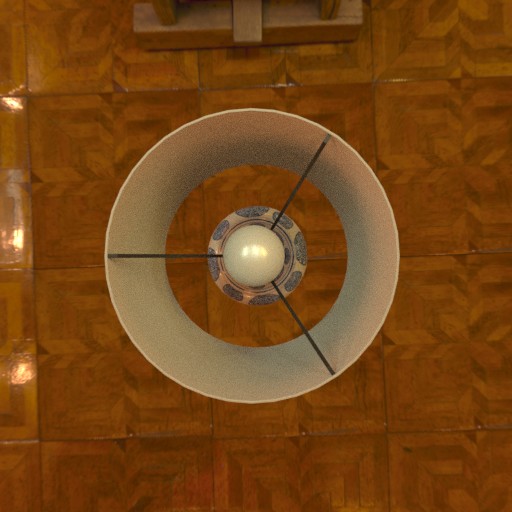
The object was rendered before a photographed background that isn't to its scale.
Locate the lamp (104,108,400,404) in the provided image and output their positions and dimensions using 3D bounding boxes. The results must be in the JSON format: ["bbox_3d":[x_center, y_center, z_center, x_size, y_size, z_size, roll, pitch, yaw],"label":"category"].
[{"bbox_3d":[0.000,0.000,0.512,0.215,0.381,0.215,0,90,1],"label":"lamp"}]
